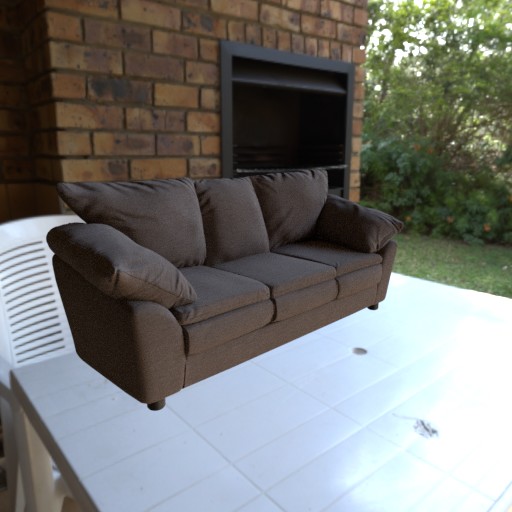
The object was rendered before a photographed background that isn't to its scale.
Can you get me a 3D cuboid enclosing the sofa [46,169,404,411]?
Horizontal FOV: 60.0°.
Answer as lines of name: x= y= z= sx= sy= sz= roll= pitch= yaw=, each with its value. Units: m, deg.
sofa: x=0.000 y=0.000 z=2.866 sx=2.390 sy=1.043 sz=0.927 roll=-13 pitch=18 yaw=-43
